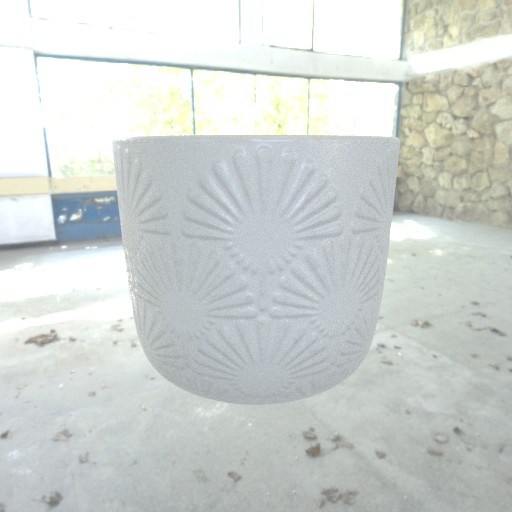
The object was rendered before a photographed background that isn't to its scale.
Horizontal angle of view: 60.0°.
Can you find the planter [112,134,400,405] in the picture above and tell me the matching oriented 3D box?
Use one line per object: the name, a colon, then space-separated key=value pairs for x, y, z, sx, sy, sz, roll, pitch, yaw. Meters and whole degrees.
planter: x=0.000 y=0.000 z=0.212 sx=0.124 sy=0.109 sz=0.124 roll=0 pitch=14 yaw=0
